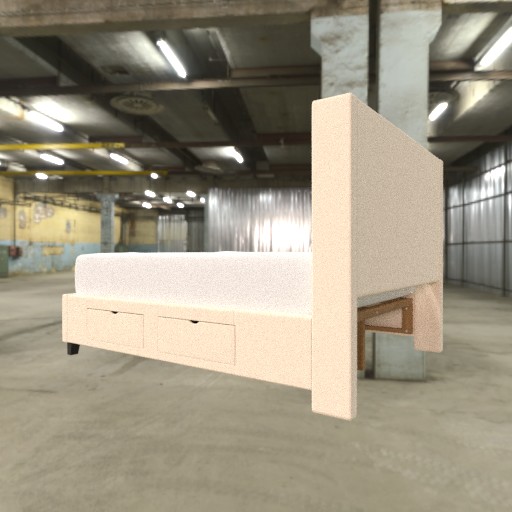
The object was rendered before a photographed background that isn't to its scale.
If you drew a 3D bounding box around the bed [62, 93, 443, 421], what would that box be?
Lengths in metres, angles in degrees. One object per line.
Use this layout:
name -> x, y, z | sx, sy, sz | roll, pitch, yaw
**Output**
bed -> 0.000, 0.000, 3.343 | 2.280, 1.471, 1.765 | 0, 0, 35
